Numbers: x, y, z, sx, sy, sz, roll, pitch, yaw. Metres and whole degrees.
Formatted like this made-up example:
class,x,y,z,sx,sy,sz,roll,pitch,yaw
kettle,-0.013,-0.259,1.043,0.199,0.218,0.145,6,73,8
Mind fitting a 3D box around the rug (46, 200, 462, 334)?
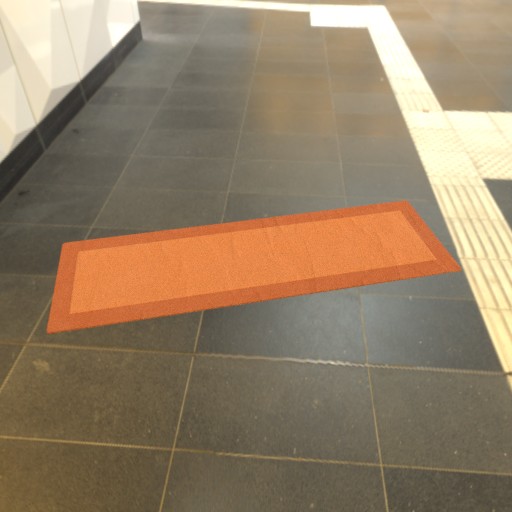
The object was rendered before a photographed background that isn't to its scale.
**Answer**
class,x,y,z,sx,sy,sz,roll,pitch,yaw
rug,0.000,0.000,2.805,2.471,0.013,0.914,-10,43,-11
